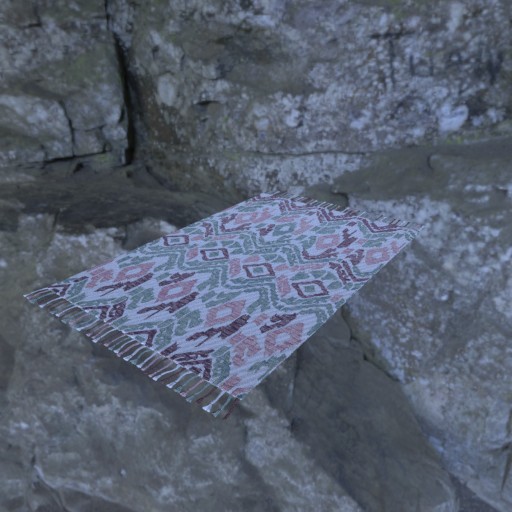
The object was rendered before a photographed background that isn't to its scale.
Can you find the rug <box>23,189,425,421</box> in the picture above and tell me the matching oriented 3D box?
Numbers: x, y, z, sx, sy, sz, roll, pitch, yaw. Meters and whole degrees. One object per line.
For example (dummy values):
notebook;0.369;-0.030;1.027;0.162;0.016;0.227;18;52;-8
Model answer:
rug;0.000;0.000;2.990;1.524;0.011;2.438;19;33;33
